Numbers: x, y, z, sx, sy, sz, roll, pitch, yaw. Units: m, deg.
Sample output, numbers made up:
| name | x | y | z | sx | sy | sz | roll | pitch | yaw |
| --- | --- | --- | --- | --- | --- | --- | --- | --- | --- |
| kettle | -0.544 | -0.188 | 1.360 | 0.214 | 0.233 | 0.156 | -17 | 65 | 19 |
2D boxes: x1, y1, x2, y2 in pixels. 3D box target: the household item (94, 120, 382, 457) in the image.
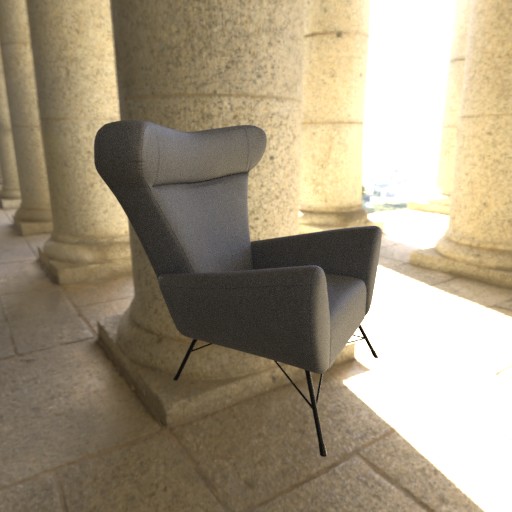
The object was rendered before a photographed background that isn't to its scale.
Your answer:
| name | x | y | z | sx | sy | sz | roll | pitch | yaw |
| --- | --- | --- | --- | --- | --- | --- | --- | --- | --- |
| household item | 0.000 | 0.000 | 1.811 | 0.900 | 1.050 | 0.980 | 8 | 17 | 26 |
